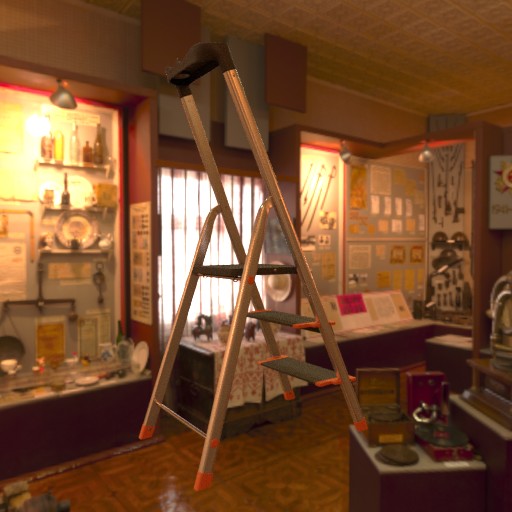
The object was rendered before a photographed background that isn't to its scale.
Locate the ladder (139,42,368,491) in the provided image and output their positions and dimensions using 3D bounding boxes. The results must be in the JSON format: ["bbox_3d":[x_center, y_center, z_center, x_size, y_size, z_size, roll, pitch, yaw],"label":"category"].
[{"bbox_3d":[0.000,0.000,1.523,0.686,1.229,0.416,-1,2,-36],"label":"ladder"}]
